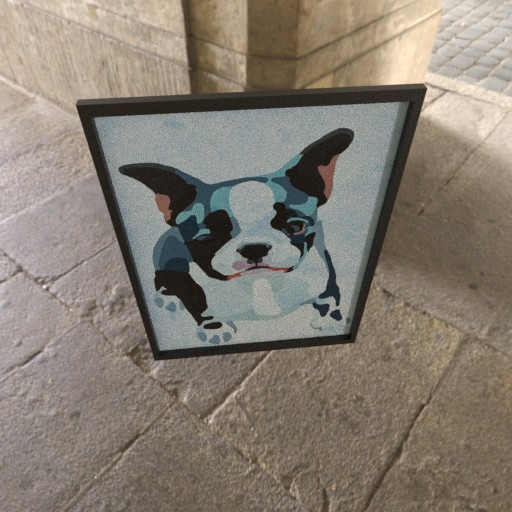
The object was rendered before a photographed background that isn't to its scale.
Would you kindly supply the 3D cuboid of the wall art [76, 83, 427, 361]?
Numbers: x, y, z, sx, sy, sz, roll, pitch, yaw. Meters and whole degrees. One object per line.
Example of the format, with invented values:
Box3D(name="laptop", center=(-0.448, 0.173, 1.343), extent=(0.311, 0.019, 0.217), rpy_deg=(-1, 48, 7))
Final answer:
Box3D(name="wall art", center=(0.000, 0.000, 1.348), extent=(0.774, 1.027, 0.030), rpy_deg=(-4, 46, -4))
